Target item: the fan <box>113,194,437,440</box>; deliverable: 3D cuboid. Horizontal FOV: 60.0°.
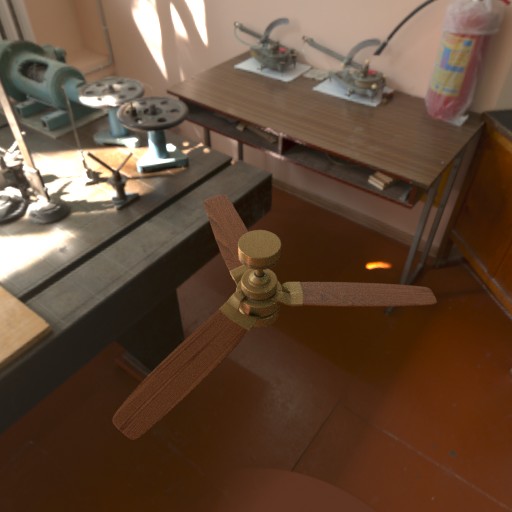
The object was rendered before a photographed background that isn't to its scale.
[{"bbox_3d":[0.000,0.000,2.025,1.416,0.425,1.271,-13,44,-14],"label":"fan"}]
